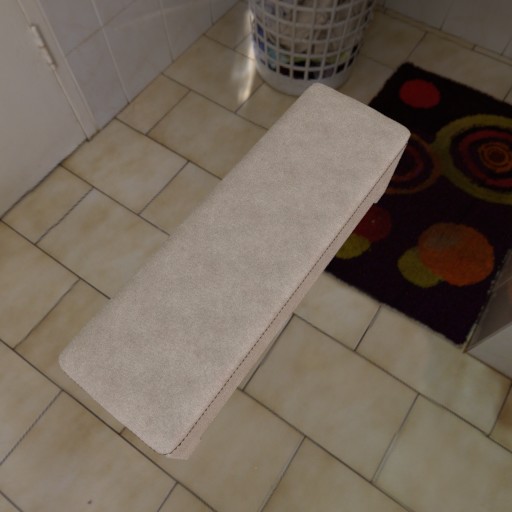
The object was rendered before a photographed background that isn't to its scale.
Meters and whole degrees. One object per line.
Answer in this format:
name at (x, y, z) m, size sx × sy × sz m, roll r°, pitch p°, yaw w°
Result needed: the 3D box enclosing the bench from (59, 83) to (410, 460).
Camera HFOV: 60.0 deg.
bench at (0.000, 0.000, 1.733) m, size 0.470 × 0.447 × 1.482 m, roll 34°, pitch 69°, yaw 15°
